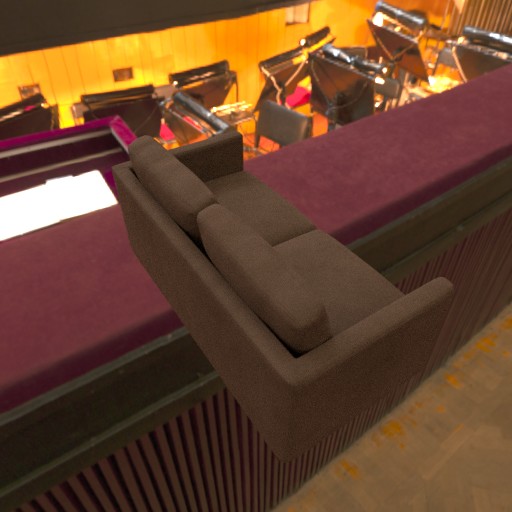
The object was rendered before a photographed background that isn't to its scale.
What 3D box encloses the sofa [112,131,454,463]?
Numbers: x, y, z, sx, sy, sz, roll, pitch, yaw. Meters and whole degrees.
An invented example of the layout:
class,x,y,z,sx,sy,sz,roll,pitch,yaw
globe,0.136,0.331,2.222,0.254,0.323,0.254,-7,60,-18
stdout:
class,x,y,z,sx,sy,sz,roll,pitch,yaw
sofa,0.000,0.000,2.520,0.950,0.963,1.884,-24,46,-25
